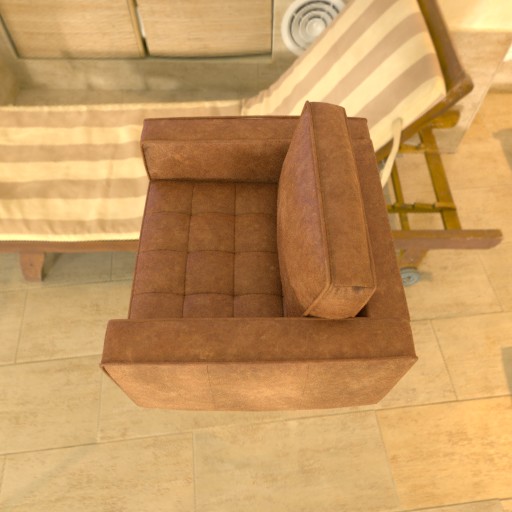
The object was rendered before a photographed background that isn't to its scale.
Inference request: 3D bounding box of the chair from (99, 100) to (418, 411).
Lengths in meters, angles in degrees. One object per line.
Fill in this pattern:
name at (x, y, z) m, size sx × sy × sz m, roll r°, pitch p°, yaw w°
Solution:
chair at (0.000, 0.000, 1.478) m, size 0.798 × 0.767 × 0.928 m, roll -1°, pitch 58°, yaw 0°
